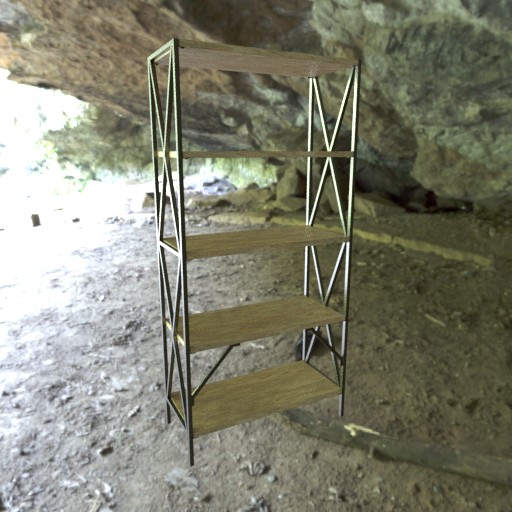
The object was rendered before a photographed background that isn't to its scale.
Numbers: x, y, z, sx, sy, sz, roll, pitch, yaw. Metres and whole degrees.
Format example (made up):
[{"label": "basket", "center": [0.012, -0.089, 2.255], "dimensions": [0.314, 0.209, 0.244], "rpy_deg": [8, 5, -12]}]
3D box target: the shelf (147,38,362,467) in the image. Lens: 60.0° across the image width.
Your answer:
[{"label": "shelf", "center": [0.000, 0.000, 2.179], "dimensions": [0.874, 1.803, 0.386], "rpy_deg": [-7, 15, -26]}]
